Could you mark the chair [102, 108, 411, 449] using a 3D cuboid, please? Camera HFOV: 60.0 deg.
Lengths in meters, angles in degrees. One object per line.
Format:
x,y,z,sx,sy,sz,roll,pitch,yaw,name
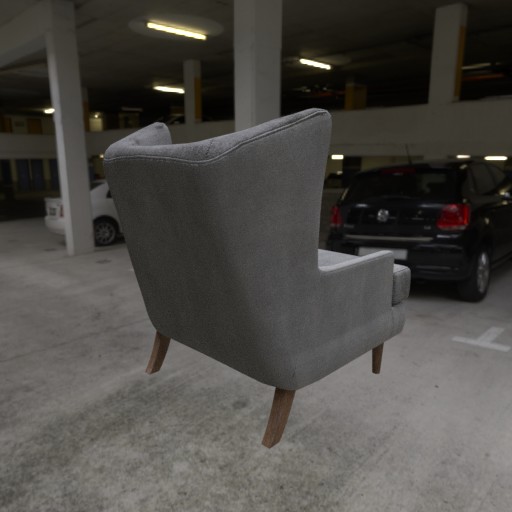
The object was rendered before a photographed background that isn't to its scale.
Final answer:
0.000,0.000,1.606,0.784,0.950,0.906,12,18,43,chair
